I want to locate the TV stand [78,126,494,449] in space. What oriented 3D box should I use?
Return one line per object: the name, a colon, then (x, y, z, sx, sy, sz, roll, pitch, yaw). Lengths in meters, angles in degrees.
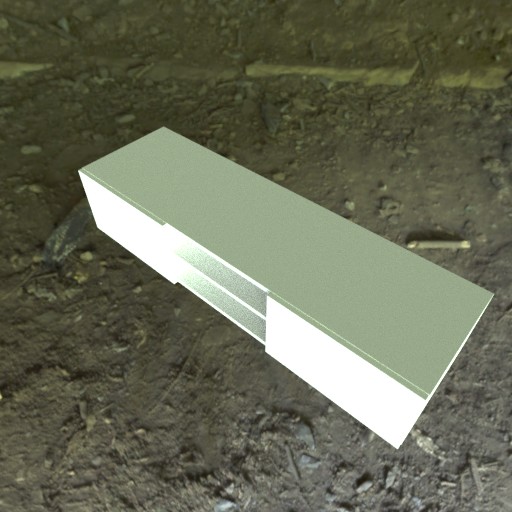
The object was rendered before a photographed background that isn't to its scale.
TV stand: (0.000, 0.000, 1.560, 1.400, 0.310, 0.420, 32, 54, 27)
